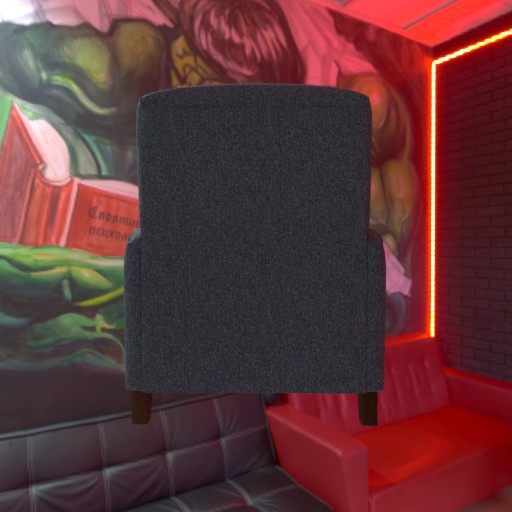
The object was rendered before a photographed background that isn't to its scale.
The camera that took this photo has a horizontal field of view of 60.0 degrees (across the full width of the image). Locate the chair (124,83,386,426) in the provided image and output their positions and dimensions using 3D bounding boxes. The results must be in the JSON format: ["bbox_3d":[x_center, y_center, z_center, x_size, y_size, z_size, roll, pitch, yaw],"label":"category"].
[{"bbox_3d":[0.000,0.000,1.662,0.839,1.016,0.850,0,1,1],"label":"chair"}]
